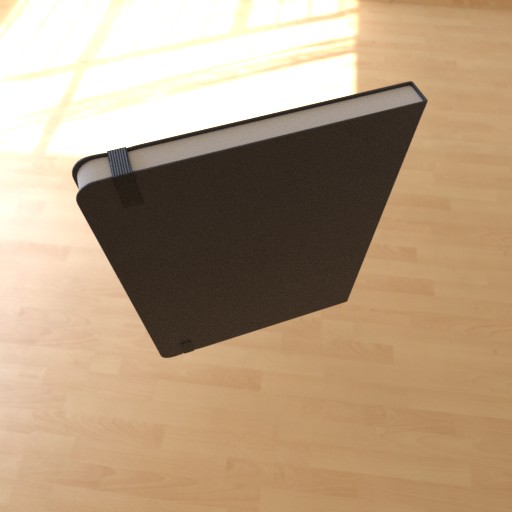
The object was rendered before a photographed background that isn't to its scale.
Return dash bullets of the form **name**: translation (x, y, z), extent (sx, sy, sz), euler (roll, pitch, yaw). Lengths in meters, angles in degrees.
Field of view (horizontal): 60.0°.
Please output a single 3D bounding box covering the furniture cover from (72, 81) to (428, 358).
- **furniture cover**: translation (0.000, 0.000, 0.377), extent (0.216, 0.281, 0.023), euler (-16, 60, -10)
